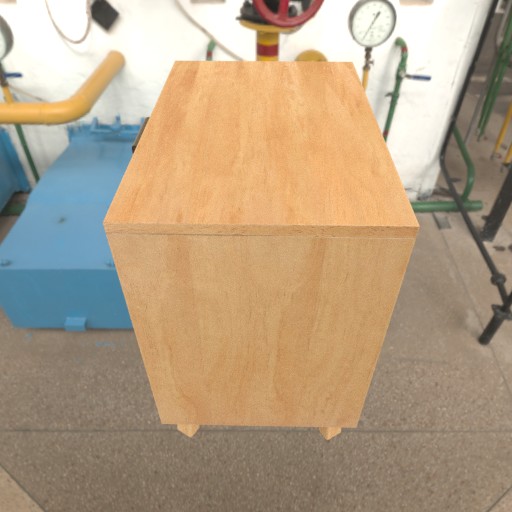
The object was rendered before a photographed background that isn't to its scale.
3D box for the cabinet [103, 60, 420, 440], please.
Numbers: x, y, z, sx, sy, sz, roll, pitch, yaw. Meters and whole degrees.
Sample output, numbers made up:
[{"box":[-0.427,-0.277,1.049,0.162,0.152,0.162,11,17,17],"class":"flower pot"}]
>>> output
[{"box":[0.000,0.000,0.924,0.394,0.599,0.551,1,42,1],"class":"cabinet"}]
